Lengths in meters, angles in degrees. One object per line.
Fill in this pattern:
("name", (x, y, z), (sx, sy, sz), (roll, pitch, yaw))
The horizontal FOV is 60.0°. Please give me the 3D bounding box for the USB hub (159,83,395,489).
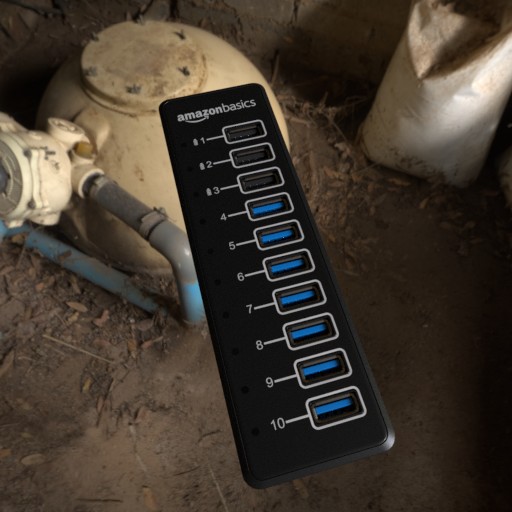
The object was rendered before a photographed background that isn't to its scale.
("USB hub", (0.000, 0.000, 0.161), (0.044, 0.023, 0.145), (-14, 65, -7))
